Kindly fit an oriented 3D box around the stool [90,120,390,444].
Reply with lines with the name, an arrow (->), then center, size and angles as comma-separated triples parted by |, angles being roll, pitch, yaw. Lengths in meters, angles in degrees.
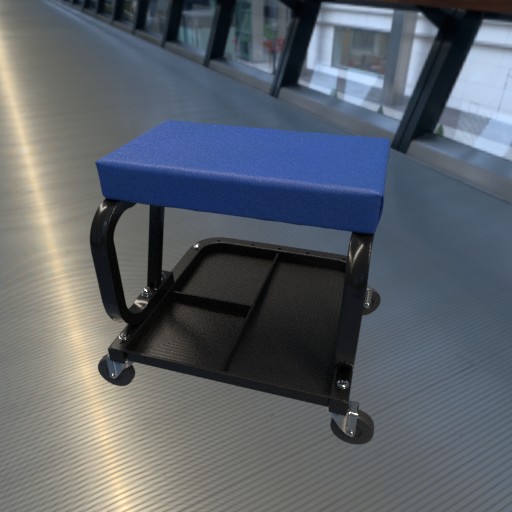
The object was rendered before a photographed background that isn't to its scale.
stool -> 0.000, 0.000, 0.733 | 0.446, 0.380, 0.371 | 9, 33, 14
